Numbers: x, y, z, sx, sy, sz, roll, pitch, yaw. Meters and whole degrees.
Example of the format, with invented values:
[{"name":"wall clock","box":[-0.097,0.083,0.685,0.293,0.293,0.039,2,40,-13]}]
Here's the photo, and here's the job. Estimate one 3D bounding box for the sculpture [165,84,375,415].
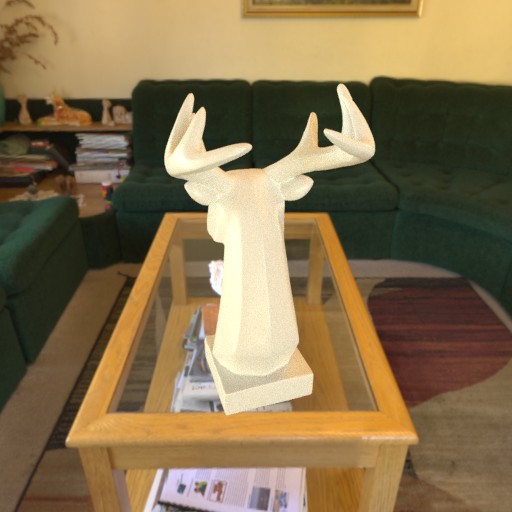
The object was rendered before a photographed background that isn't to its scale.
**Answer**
[{"name":"sculpture","box":[0.000,0.000,0.457,0.174,0.329,0.224,-9,29,-16]}]
